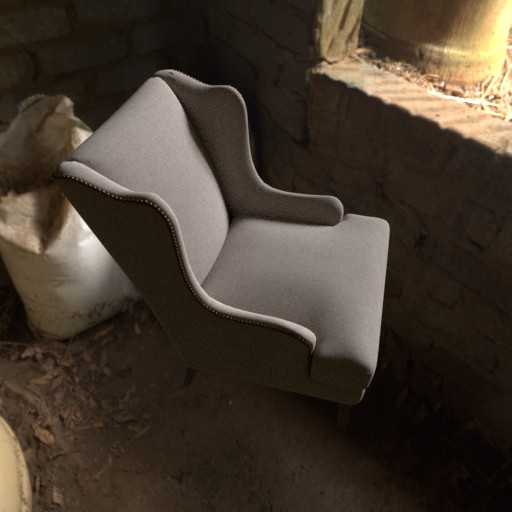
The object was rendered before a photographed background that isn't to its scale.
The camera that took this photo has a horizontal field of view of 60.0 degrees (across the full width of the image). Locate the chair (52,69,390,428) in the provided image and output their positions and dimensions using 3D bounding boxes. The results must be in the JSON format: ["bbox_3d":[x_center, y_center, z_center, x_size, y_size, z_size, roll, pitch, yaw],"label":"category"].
[{"bbox_3d":[0.000,0.000,1.616,0.940,1.029,0.737,11,46,11],"label":"chair"}]
